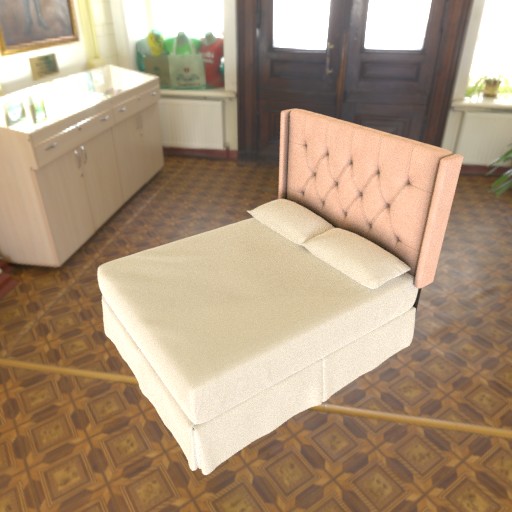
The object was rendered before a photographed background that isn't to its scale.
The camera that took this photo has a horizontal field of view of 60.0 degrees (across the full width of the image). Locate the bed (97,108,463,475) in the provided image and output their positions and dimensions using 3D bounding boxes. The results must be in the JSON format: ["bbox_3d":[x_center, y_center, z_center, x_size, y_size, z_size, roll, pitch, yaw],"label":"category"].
[{"bbox_3d":[0.000,0.000,3.350,2.066,1.665,1.719,-20,36,-30],"label":"bed"}]
